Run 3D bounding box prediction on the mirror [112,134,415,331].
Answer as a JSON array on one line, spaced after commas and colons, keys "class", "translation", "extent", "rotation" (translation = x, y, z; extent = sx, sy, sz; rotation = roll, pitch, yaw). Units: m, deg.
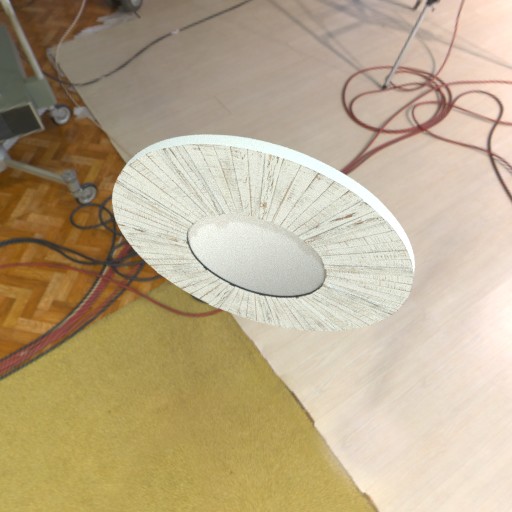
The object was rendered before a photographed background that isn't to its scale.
[{"class": "mirror", "translation": [0.000, 0.000, 1.353], "extent": [0.914, 0.914, 0.038], "rotation": [15, 59, 9]}]
